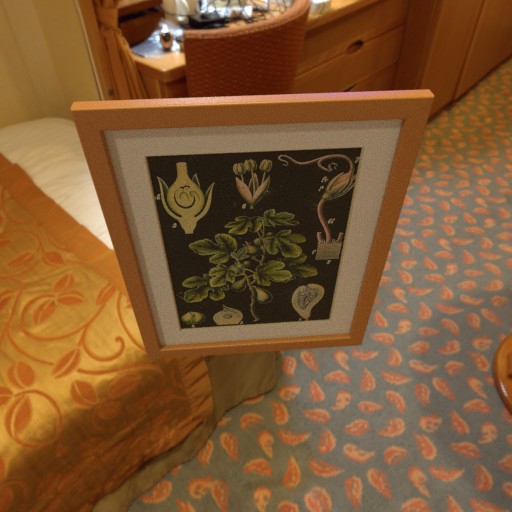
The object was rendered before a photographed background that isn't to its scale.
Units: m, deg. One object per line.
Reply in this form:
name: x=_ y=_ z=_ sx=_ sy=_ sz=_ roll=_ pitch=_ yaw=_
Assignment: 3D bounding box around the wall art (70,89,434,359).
wall art: x=0.000 y=0.000 z=0.513 sx=0.310 sy=0.379 sz=0.015 roll=-3 pitch=45 yaw=-3
